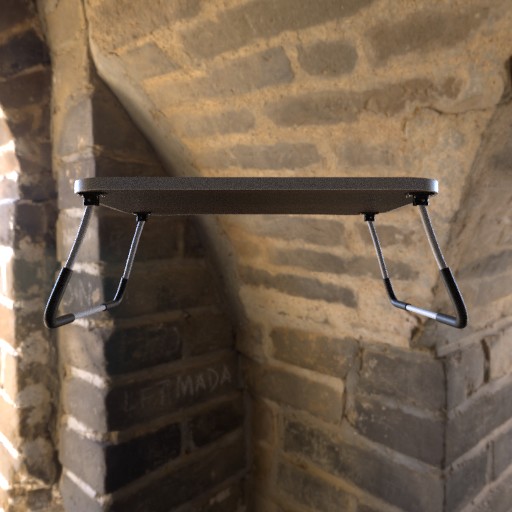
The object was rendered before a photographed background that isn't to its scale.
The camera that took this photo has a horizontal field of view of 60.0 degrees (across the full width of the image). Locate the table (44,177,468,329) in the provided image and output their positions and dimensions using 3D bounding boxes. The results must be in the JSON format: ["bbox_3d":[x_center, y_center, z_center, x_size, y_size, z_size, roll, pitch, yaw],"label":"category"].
[{"bbox_3d":[0.000,0.000,0.856,0.660,0.232,0.400,0,0,0],"label":"table"}]
